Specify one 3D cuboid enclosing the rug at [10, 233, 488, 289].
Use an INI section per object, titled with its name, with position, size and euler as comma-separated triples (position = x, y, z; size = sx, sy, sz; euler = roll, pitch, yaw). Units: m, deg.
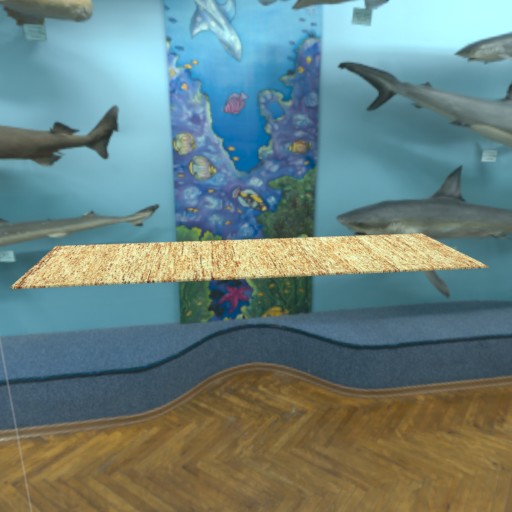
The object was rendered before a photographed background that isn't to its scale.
[rug]
position = 0.000, 0.000, 2.377
size = 2.237, 0.014, 0.680
euler = -2, 17, -7
